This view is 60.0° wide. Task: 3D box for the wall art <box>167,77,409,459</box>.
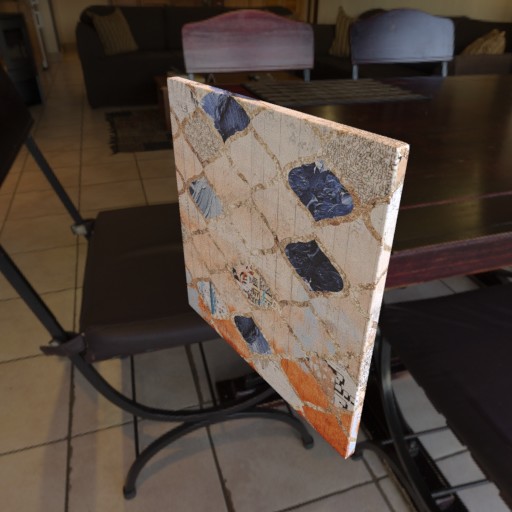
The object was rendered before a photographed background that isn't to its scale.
[{"bbox_3d":[0.000,0.000,1.357,0.039,0.914,0.912,-21,37,-31],"label":"wall art"}]
